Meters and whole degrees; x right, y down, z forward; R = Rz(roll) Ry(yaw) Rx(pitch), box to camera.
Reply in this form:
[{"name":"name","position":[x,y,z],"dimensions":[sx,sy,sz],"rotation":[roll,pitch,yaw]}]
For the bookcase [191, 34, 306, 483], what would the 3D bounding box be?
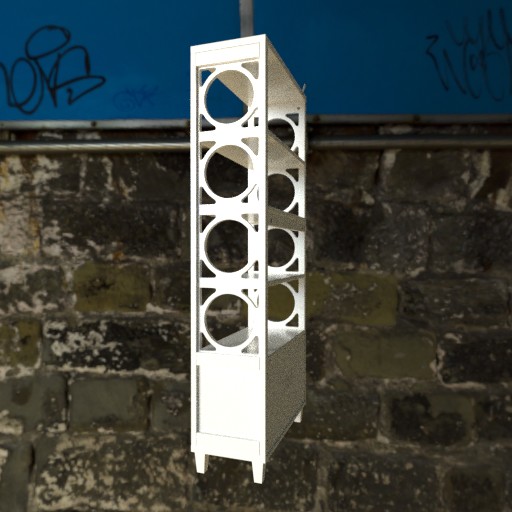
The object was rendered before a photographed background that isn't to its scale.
[{"name":"bookcase","position":[0.000,0.000,2.198],"dimensions":[0.361,1.869,0.761],"rotation":[0,0,19]}]
